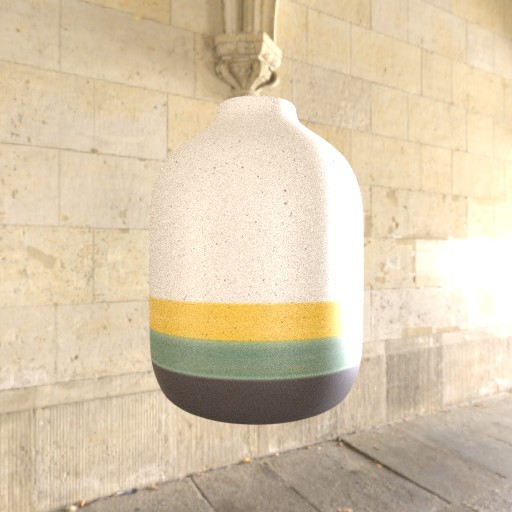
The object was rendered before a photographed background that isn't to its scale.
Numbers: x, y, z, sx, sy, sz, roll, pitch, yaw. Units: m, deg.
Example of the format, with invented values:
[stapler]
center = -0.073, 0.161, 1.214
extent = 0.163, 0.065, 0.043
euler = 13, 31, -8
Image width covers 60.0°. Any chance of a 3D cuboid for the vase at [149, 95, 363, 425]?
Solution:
[vase]
center = 0.000, 0.000, 0.361
extent = 0.169, 0.240, 0.169
euler = 0, 0, 0
